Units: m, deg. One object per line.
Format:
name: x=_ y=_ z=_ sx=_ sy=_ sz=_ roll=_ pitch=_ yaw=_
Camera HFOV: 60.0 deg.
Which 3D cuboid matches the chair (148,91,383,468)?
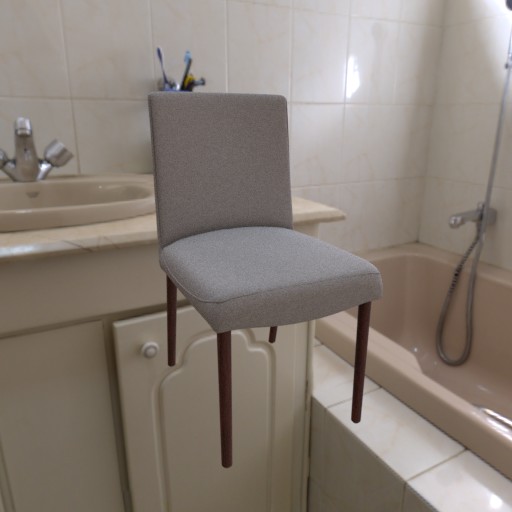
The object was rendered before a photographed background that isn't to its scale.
chair: x=0.000 y=0.000 z=1.202 sx=0.456 sy=0.859 sz=0.570 roll=-8 pitch=19 yaw=-24
